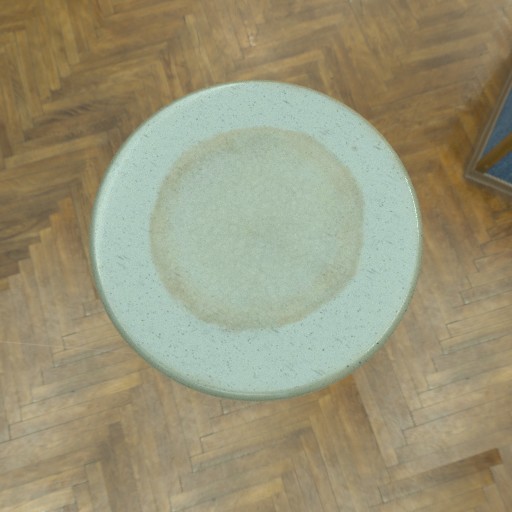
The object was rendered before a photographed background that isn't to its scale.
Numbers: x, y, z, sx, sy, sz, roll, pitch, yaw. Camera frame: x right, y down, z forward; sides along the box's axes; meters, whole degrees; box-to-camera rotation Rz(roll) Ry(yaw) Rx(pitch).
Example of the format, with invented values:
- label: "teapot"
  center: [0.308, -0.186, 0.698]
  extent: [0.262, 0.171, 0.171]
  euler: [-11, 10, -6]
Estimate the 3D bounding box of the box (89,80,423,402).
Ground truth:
- label: "box"
  center: [0.000, 0.000, 0.259]
  extent: [0.154, 0.123, 0.154]
  euler: [0, 76, 0]
